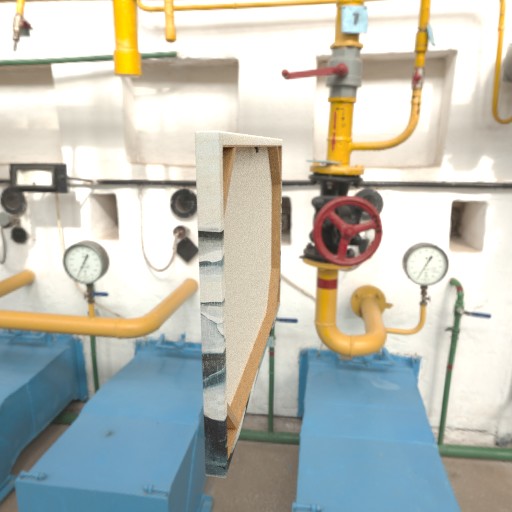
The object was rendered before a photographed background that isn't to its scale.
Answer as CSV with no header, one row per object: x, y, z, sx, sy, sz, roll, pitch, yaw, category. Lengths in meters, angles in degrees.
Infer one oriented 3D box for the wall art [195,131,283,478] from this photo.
0.000,0.000,1.172,0.039,0.609,0.914,2,14,9,wall art
